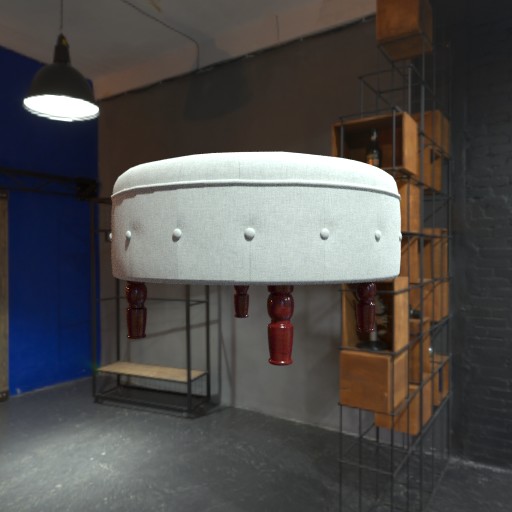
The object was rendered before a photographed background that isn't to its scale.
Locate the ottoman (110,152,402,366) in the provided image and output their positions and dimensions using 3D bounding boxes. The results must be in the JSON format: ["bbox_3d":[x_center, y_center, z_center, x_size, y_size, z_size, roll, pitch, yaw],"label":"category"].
[{"bbox_3d":[0.000,0.000,1.367,0.850,0.483,0.850,0,1,0],"label":"ottoman"}]
